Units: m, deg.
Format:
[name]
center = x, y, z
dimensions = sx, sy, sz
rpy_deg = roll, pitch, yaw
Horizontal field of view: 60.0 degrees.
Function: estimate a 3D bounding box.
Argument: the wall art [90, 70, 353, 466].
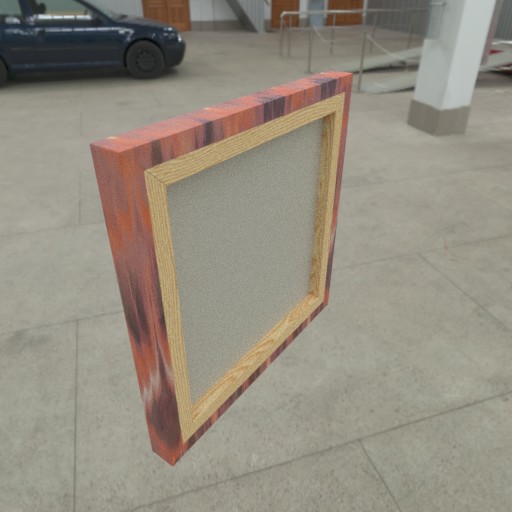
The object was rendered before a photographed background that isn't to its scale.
[wall art]
center = 0.000, 0.000, 0.593
dimensions = 0.038, 0.406, 0.403
rpy_deg = 22, 38, 30
